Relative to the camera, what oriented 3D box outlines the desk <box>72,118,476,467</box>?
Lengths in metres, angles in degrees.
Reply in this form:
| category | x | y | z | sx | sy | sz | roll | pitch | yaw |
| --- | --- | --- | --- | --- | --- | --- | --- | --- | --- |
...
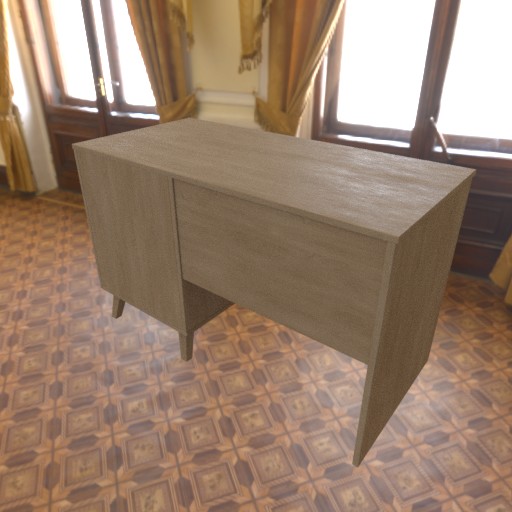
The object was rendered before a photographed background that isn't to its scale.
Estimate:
| category | x | y | z | sx | sy | sz | roll | pitch | yaw |
| --- | --- | --- | --- | --- | --- | --- | --- | --- | --- |
| desk | 0.000 | 0.000 | 1.677 | 1.251 | 0.770 | 0.600 | 21 | 35 | 33 |
